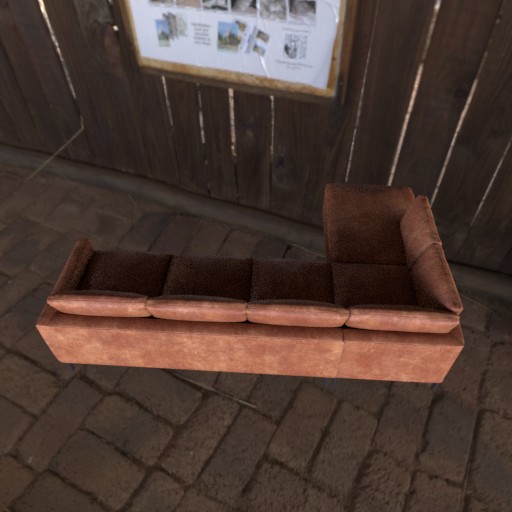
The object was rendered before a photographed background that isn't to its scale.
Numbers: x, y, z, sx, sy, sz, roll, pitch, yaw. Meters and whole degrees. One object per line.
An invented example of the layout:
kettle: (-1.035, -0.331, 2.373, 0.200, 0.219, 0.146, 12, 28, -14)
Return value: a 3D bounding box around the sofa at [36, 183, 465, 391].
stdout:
sofa: (0.000, 0.000, 3.830, 2.984, 0.877, 1.938, 3, 46, 2)
